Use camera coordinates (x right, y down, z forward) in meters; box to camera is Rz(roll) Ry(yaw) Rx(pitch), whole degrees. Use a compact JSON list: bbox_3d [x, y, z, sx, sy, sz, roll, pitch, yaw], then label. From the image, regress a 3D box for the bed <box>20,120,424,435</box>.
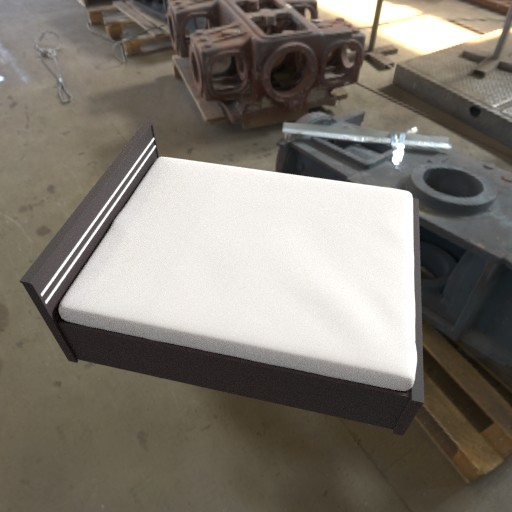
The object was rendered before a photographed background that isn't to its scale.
[{"bbox_3d":[0.000,0.000,2.941,2.103,0.808,1.634,10,47,9],"label":"bed"}]
